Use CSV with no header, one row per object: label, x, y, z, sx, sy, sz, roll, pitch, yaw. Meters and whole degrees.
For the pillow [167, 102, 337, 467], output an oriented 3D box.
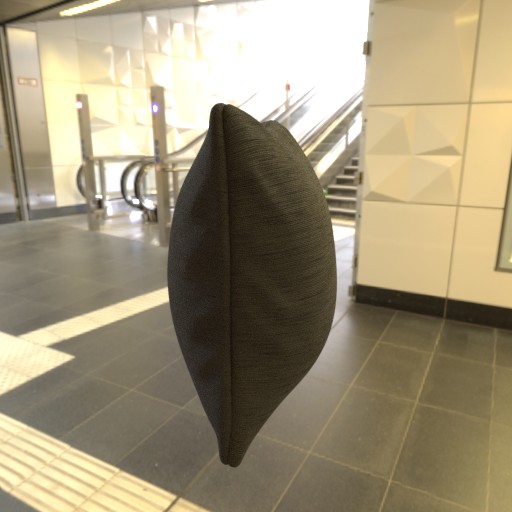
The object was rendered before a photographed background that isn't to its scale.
pillow,0.000,0.000,0.675,0.246,0.414,0.432,2,15,9
